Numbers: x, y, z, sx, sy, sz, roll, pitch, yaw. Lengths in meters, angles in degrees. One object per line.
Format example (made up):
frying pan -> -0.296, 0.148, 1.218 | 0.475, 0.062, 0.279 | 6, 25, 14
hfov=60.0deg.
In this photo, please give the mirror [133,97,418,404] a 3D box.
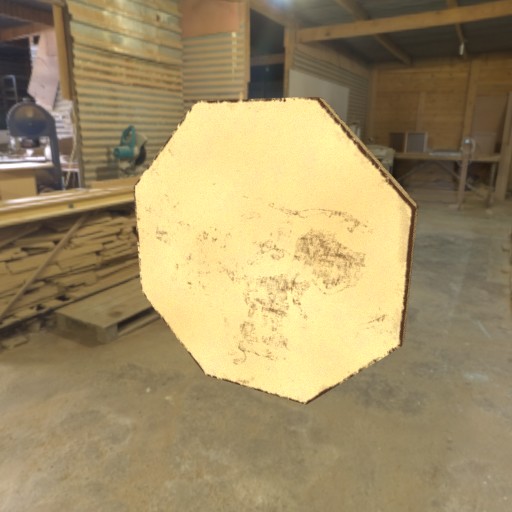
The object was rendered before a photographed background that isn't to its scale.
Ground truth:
mirror -> 0.000, 0.000, 0.970 | 0.648, 0.648, 0.031 | 8, 18, 26
